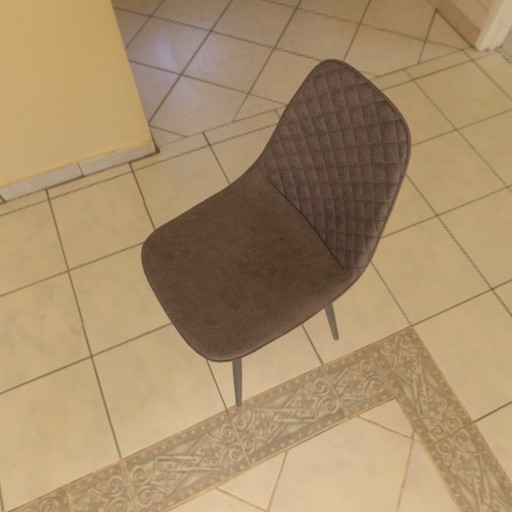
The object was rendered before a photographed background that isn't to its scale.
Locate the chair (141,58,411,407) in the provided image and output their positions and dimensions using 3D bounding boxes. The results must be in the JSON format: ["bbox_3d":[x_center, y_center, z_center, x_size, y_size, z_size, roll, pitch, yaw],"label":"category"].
[{"bbox_3d":[0.000,0.000,1.193,0.561,0.889,0.472,-30,66,-15],"label":"chair"}]
